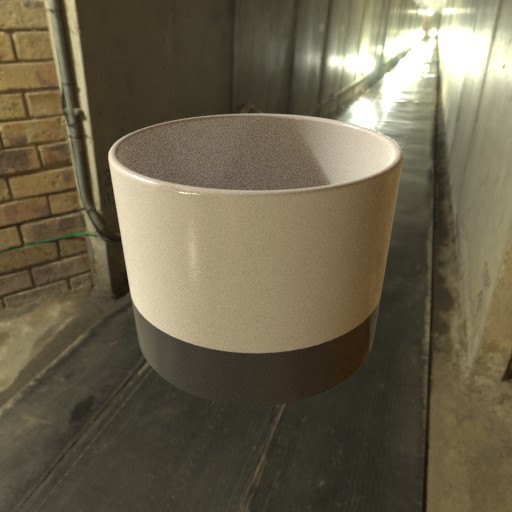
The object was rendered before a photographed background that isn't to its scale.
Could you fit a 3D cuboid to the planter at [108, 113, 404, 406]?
[{"bbox_3d":[0.000,0.000,0.343,0.193,0.177,0.193,0,29,0],"label":"planter"}]
